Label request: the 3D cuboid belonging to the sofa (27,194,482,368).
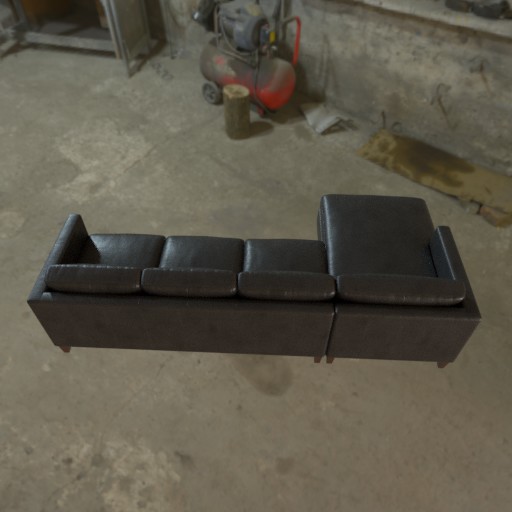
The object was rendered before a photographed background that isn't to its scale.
[{"bbox_3d":[0.000,0.000,3.840,3.203,0.883,1.581,2,48,2],"label":"sofa"}]
